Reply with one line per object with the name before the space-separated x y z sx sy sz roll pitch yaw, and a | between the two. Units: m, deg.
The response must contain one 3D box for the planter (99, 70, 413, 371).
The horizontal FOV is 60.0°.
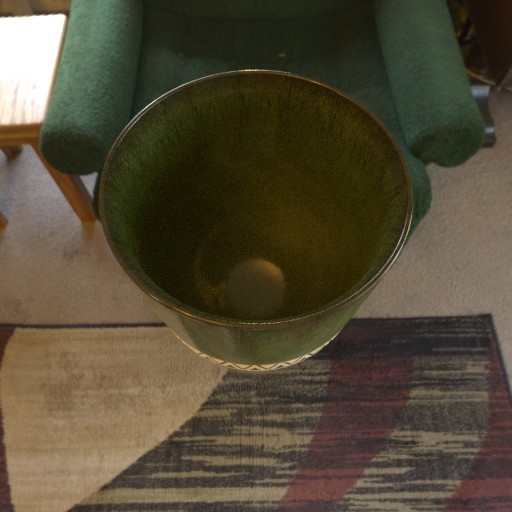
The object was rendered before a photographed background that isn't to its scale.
planter | 0.000 0.000 0.469 0.245 0.270 0.245 0 63 0
